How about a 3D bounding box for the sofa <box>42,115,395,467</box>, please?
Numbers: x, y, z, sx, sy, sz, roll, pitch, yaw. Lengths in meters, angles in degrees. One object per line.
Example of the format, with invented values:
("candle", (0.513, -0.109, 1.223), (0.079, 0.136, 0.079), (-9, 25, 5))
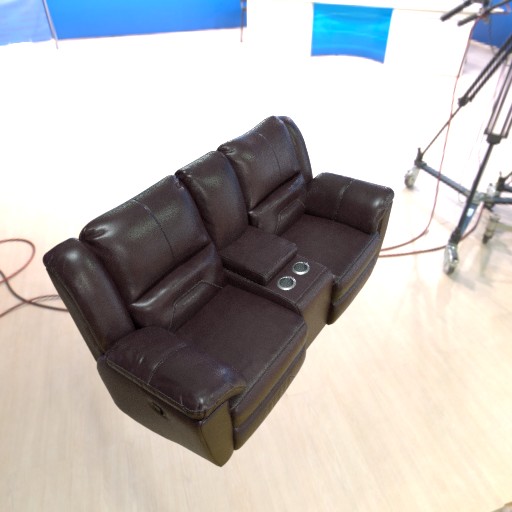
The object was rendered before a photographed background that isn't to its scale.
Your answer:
("sofa", (0.000, 0.000, 2.604), (0.991, 1.043, 2.058), (24, 45, 26))
